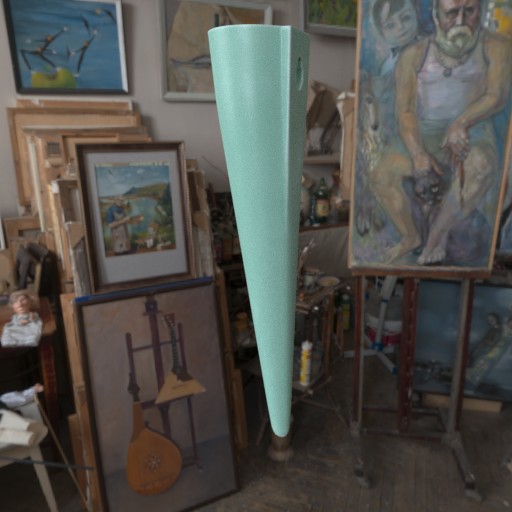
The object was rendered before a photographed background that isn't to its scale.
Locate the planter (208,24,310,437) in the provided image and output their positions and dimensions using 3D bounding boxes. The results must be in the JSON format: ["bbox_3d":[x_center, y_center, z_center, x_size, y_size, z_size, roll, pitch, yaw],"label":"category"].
[{"bbox_3d":[0.000,0.000,0.293,0.055,0.268,0.054,8,19,24],"label":"planter"}]
